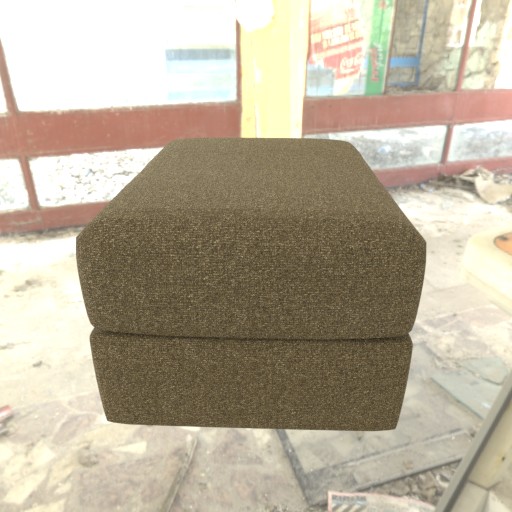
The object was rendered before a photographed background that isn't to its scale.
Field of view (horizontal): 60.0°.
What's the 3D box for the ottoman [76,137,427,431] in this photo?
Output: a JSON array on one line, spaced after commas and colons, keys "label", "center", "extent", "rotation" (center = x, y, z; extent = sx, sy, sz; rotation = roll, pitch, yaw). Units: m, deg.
[{"label": "ottoman", "center": [0.000, 0.000, 1.102], "extent": [0.598, 0.476, 0.742], "rotation": [1, 26, 2]}]
